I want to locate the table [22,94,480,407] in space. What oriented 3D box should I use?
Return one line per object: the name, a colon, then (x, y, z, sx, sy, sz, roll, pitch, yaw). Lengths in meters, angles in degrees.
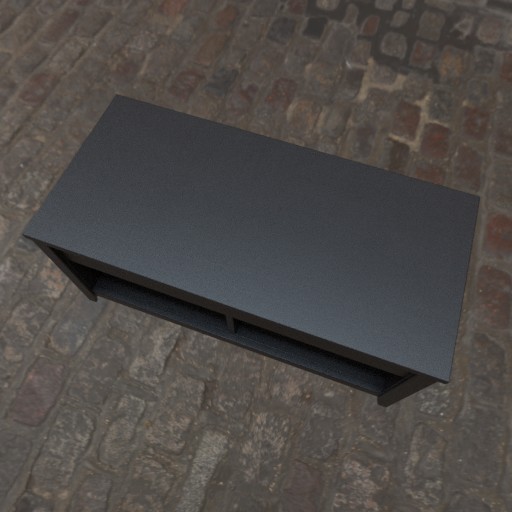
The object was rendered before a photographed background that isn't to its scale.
table: (0.000, 0.000, 1.286, 1.016, 0.457, 0.483, 18, 65, 9)
